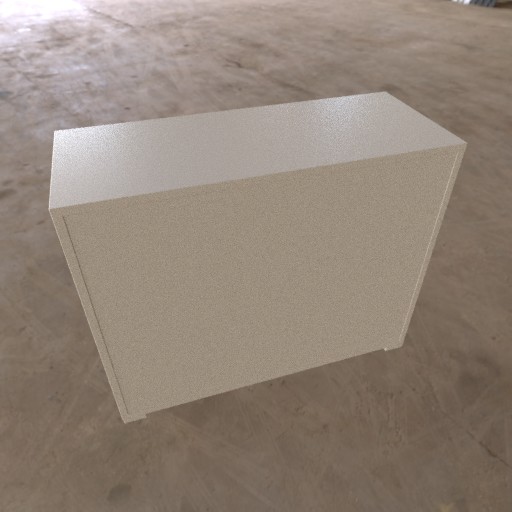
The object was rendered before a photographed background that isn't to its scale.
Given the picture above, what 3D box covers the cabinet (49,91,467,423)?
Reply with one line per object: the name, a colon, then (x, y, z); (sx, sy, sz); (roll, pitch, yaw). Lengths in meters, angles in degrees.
cabinet: (0.000, 0.000, 1.406); (1.000, 0.800, 0.400); (-11, 41, -14)
